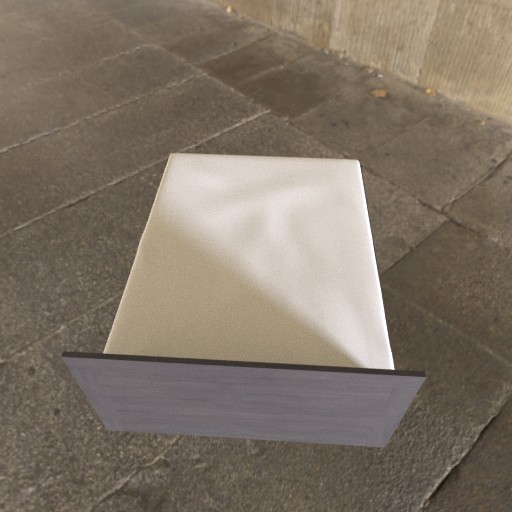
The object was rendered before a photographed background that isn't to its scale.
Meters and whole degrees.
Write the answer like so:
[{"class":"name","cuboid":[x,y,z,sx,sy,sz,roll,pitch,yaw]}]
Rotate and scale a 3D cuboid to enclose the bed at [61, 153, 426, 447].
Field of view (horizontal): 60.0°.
[{"class":"bed","cuboid":[0.000,0.000,2.915,1.585,0.823,2.073,3,47,2]}]
